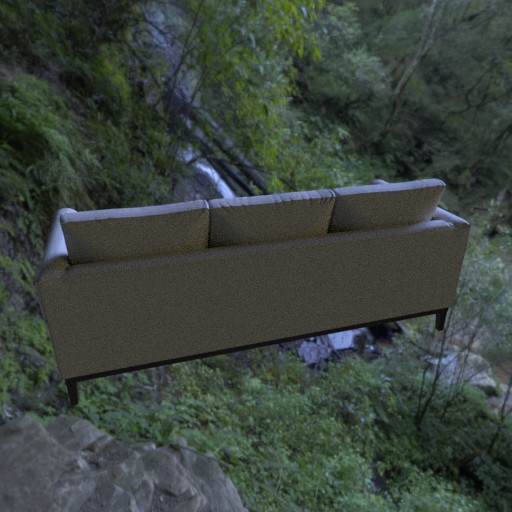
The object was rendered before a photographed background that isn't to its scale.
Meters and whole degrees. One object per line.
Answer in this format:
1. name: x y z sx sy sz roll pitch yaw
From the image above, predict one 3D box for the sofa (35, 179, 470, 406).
1. sofa: 0.000 0.000 2.585 2.198 0.911 0.902 -8 26 -15
